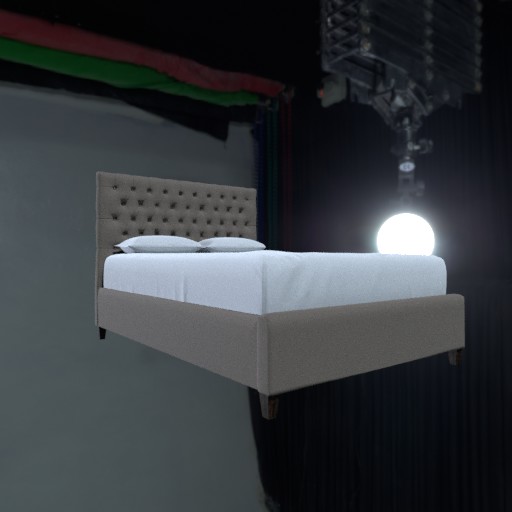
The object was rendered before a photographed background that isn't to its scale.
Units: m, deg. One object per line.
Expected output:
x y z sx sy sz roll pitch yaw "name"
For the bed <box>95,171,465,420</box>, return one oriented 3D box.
0.000 0.000 3.363 1.698 1.427 2.387 0 0 -37 "bed"
